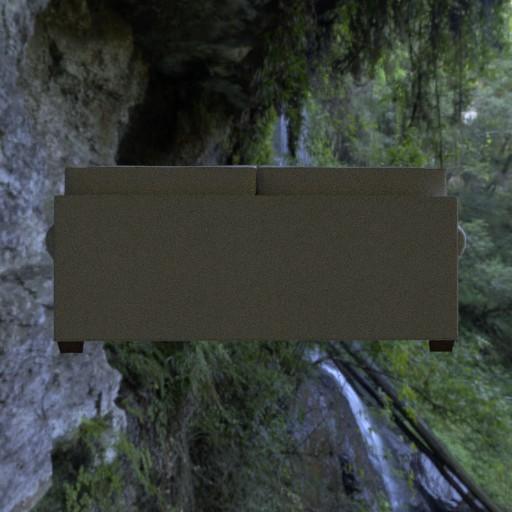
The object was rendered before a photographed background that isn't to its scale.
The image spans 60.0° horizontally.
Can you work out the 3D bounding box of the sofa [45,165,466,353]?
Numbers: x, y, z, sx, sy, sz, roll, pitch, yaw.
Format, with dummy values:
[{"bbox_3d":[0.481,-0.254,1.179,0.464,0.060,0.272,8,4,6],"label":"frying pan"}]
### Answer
[{"bbox_3d":[0.000,0.000,2.617,2.146,0.962,0.901,0,0,-1],"label":"sofa"}]
